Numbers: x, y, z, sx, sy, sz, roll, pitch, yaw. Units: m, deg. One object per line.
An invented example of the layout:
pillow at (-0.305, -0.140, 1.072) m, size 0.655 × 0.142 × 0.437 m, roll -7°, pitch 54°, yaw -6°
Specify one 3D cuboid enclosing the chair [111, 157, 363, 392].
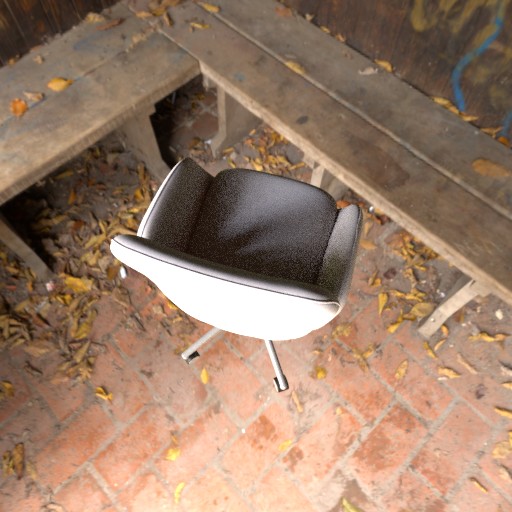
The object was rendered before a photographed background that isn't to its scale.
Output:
chair at (0.000, 0.000, 1.394) m, size 0.648 × 0.959 × 0.633 m, roll 15°, pitch 64°, yaw 7°
